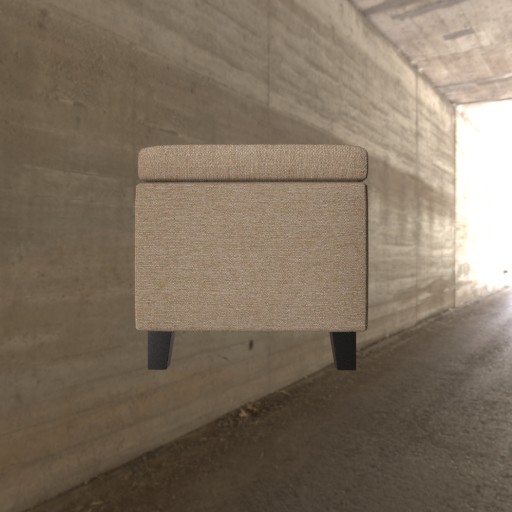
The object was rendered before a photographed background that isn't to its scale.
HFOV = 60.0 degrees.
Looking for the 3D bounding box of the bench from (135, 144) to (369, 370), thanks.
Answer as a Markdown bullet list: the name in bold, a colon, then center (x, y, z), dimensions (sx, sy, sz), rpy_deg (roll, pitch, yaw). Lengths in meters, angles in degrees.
- **bench**: center (0.000, 0.000, 1.452), dimensions (0.446, 0.438, 1.269), rpy_deg (0, 0, 1)
